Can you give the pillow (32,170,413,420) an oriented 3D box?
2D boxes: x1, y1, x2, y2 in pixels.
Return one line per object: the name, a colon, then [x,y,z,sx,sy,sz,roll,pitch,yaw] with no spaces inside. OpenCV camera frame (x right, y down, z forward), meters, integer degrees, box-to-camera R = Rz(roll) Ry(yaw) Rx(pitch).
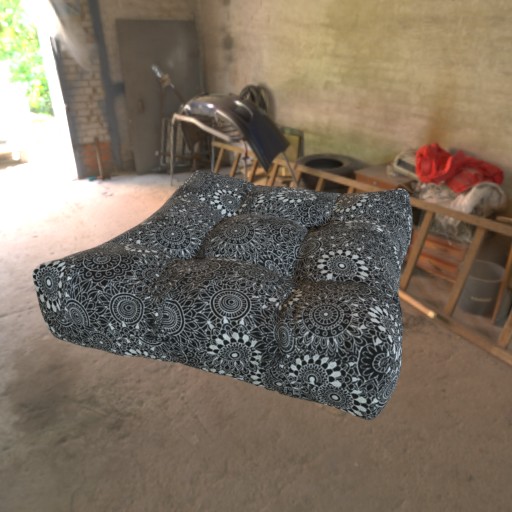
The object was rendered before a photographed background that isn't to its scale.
pillow: [0.000,0.000,0.713,0.468,0.128,0.490,9,29,17]
